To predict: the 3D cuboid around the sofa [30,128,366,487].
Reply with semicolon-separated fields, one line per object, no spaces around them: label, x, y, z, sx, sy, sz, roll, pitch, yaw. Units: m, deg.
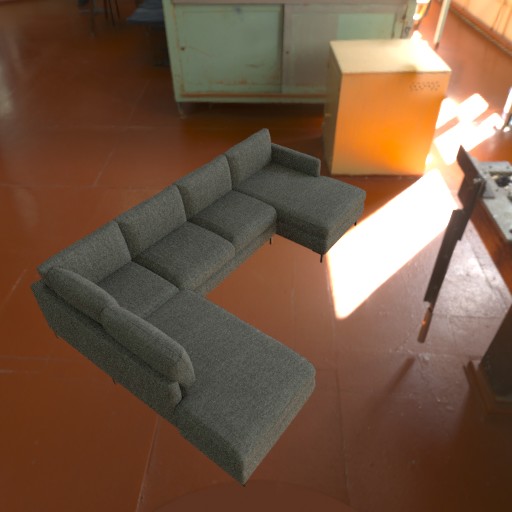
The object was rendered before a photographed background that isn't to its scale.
sofa;0.000;0.000;3.522;1.879;0.756;2.737;26;48;27
